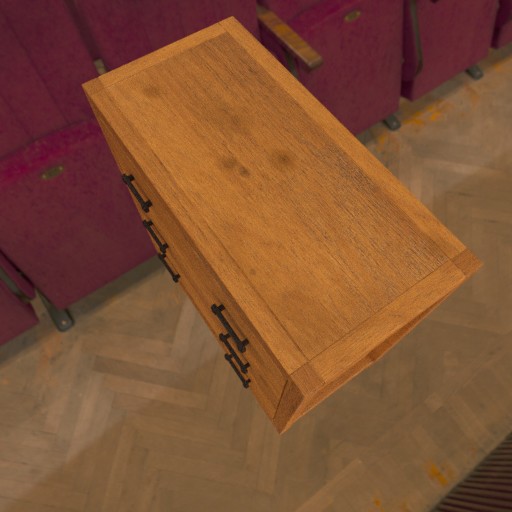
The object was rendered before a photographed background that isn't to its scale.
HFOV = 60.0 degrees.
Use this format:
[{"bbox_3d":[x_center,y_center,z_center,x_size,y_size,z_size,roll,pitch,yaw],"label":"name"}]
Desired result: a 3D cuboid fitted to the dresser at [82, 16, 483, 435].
[{"bbox_3d":[0.000,0.000,1.234,0.427,0.804,0.804,-32,68,-14],"label":"dresser"}]
